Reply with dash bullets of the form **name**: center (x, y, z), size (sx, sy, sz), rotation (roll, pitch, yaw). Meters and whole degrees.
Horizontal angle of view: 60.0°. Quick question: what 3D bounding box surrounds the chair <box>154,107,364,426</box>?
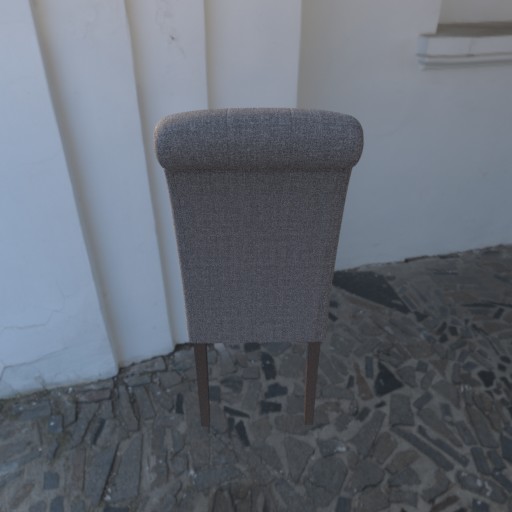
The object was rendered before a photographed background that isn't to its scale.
- **chair**: center (0.000, 0.000, 1.359), size (0.456, 1.006, 0.671), rotation (-1, 31, -1)
